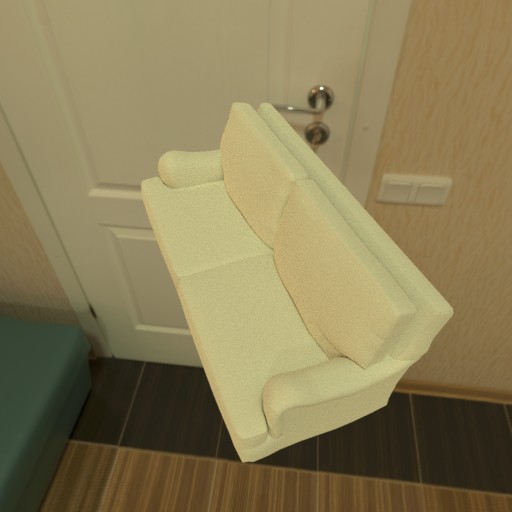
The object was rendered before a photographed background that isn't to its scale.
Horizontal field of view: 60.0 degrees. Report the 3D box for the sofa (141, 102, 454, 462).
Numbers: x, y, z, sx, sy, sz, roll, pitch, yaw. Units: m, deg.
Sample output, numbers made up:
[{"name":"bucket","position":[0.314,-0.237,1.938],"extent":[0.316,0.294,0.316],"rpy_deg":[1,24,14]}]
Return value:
[{"name":"sofa","position":[0.000,0.000,2.826],"extent":[1.086,1.087,2.159],"rpy_deg":[-17,49,-15]}]
